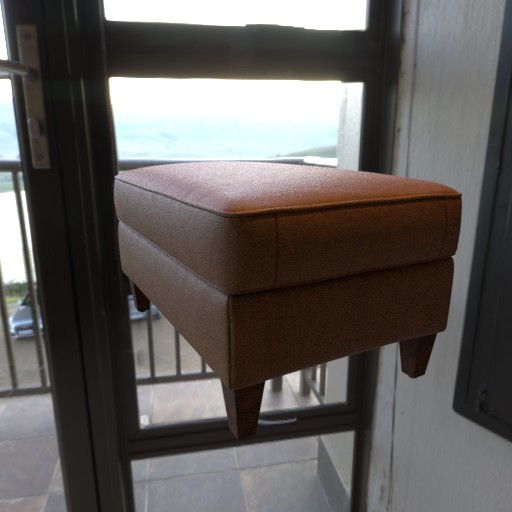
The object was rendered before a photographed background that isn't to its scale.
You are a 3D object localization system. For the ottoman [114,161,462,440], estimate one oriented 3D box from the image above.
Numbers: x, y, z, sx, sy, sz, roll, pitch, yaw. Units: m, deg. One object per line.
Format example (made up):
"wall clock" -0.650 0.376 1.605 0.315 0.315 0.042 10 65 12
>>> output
"ottoman" 0.000 0.000 1.191 0.584 0.483 0.864 -8 17 -28
